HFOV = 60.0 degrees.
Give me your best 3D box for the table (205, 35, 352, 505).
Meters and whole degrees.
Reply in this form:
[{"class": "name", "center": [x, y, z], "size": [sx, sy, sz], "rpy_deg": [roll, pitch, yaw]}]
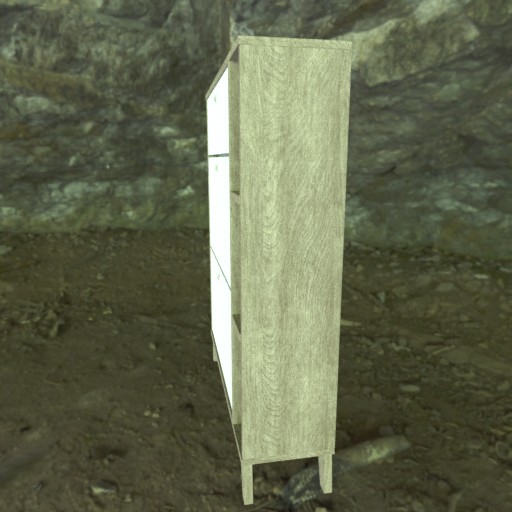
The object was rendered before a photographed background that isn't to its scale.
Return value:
[{"class": "table", "center": [0.000, 0.000, 1.491], "size": [0.256, 1.135, 0.902], "rpy_deg": [-2, 13, -10]}]
